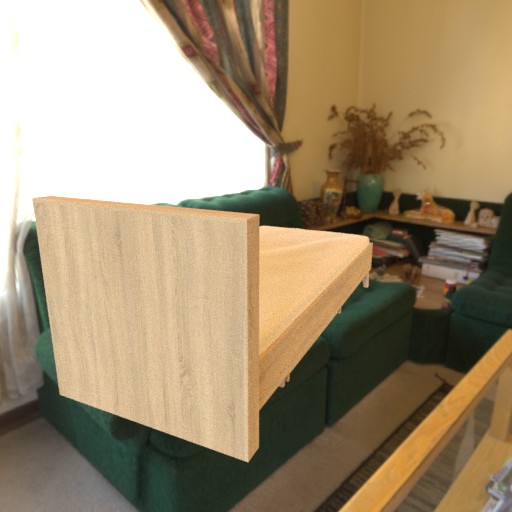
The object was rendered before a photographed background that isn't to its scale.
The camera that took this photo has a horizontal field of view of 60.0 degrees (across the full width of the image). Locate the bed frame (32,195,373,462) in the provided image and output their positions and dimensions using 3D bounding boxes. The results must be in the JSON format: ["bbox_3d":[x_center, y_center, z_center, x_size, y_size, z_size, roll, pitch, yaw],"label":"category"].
[{"bbox_3d":[0.000,0.000,2.655,0.990,0.920,2.140,8,18,25],"label":"bed frame"}]
